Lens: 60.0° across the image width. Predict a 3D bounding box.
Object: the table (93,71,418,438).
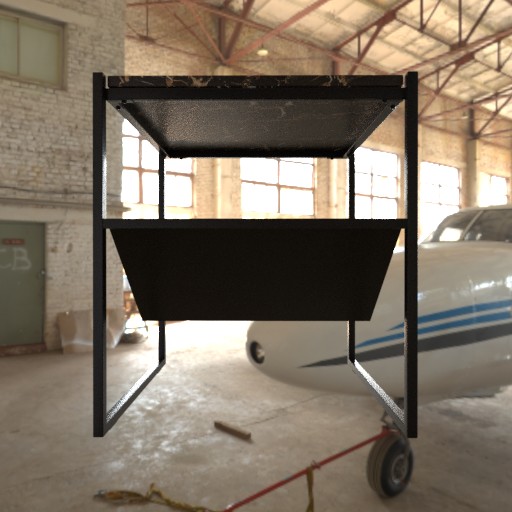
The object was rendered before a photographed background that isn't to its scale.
[{"bbox_3d":[0.000,0.000,0.854,0.469,0.534,0.432,0,0,0],"label":"table"}]
